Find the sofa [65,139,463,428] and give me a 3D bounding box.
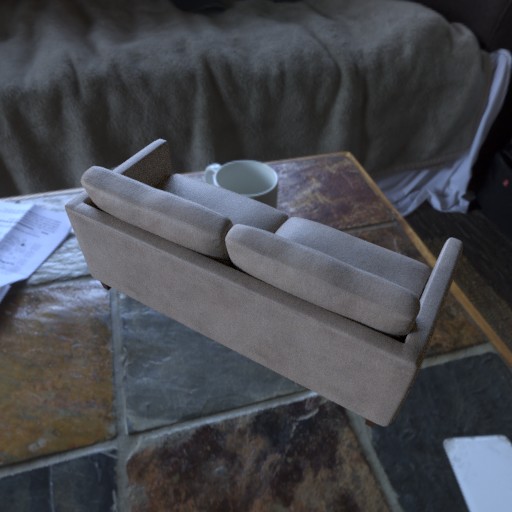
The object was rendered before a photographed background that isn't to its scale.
[{"bbox_3d":[0.000,0.000,2.779,2.208,0.965,0.951,23,50,21],"label":"sofa"}]
